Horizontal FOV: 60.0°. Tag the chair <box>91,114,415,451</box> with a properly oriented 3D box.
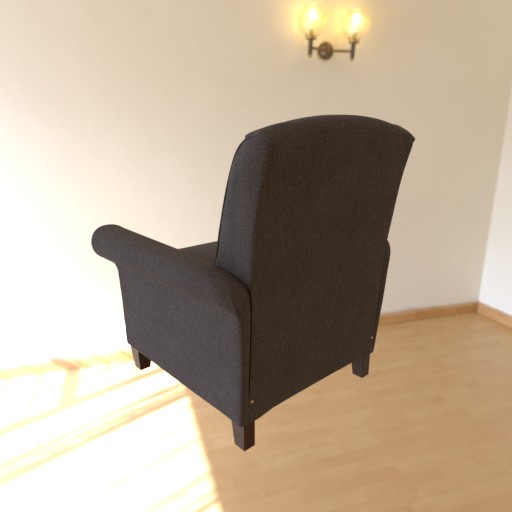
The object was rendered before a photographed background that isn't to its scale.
[{"bbox_3d":[0.000,0.000,1.776,0.978,1.061,0.905,-14,21,-40],"label":"chair"}]
